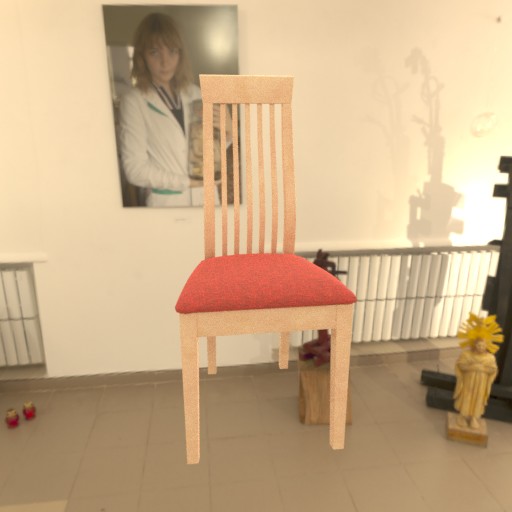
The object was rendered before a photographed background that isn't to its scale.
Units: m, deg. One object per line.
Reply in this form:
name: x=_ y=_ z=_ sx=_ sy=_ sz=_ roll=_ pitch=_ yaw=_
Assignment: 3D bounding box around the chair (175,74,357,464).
chair: x=0.000 y=0.000 z=1.299 sx=0.460 sy=1.027 sz=0.474 roll=-2 pitch=17 yaw=-8
